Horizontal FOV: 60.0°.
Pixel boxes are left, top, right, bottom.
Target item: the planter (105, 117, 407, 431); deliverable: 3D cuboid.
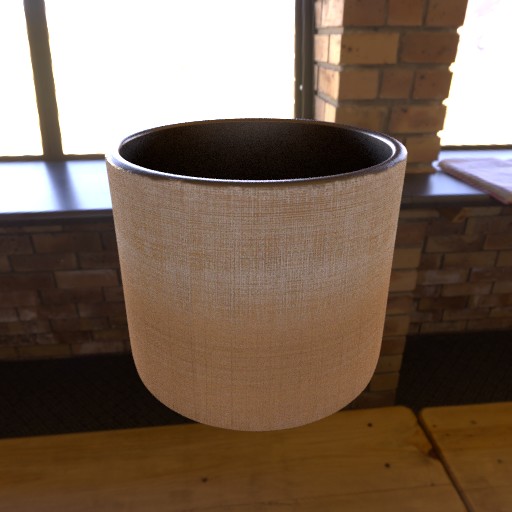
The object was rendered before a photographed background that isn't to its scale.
[{"bbox_3d":[0.000,0.000,0.429,0.254,0.221,0.254,0,27,0],"label":"planter"}]
